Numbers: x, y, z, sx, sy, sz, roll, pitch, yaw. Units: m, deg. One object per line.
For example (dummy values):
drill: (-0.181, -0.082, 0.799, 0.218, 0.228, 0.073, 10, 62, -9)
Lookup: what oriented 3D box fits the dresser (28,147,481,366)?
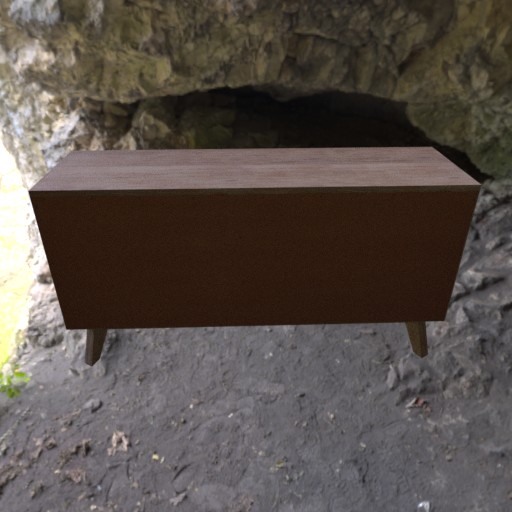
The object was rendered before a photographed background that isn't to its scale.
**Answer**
dresser: (0.000, 0.000, 1.915, 1.554, 0.805, 0.455, -1, 30, -2)
